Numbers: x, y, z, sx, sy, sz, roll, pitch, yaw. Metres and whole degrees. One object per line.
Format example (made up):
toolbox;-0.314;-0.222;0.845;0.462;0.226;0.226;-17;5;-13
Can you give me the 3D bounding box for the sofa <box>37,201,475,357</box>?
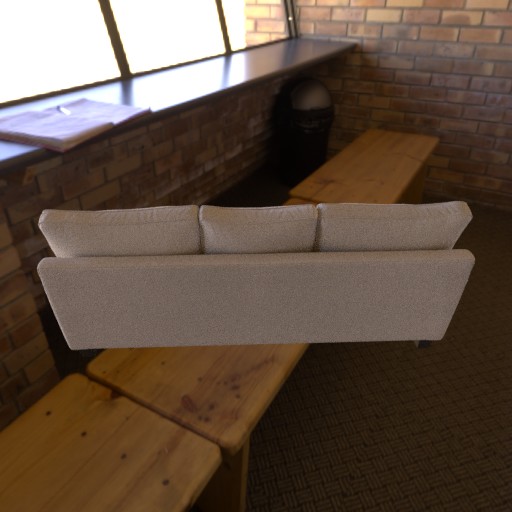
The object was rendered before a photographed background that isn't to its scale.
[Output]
sofa;0.000;0.000;2.863;2.323;0.991;1.016;-1;32;-2
